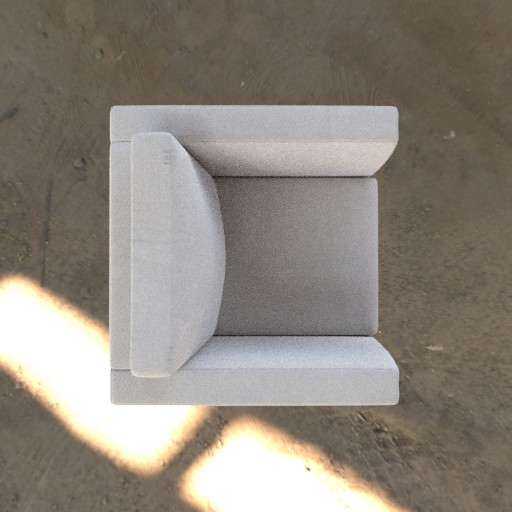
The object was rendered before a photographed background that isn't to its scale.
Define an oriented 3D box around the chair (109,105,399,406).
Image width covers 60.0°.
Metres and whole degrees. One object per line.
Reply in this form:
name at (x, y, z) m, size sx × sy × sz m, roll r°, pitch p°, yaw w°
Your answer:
chair at (0.000, 0.000, 1.679) m, size 0.930 × 0.860 × 1.000 m, roll 0°, pitch 90°, yaw 0°
